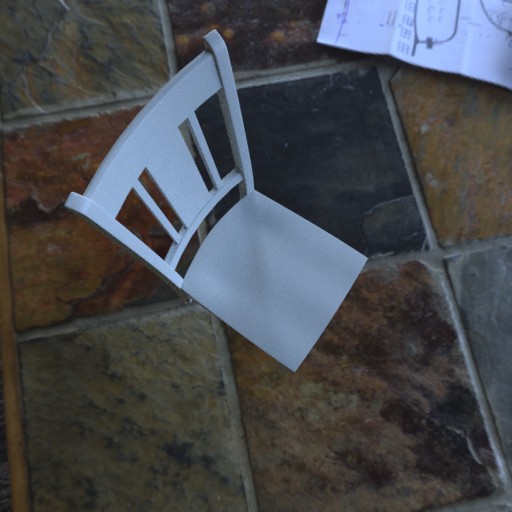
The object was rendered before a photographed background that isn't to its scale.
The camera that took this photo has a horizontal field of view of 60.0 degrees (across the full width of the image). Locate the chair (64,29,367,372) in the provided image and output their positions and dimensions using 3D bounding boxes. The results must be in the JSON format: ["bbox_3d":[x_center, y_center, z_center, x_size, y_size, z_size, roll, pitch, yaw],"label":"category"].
[{"bbox_3d":[0.000,0.000,1.266,0.555,0.998,0.450,34,78,8],"label":"chair"}]
